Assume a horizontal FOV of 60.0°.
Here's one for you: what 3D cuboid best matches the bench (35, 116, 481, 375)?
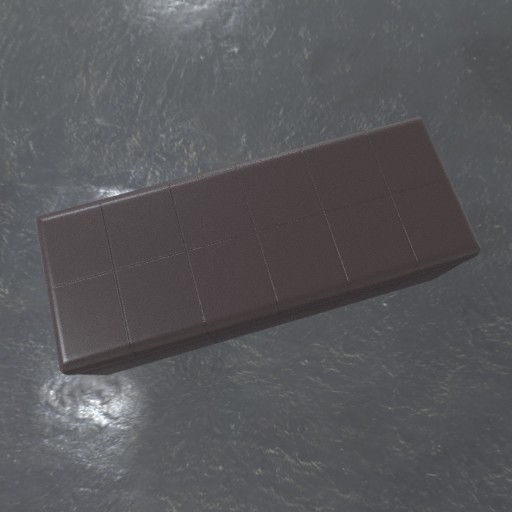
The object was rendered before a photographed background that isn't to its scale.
[{"bbox_3d":[0.000,0.000,1.344,1.092,0.457,0.429,-16,75,-4],"label":"bench"}]
